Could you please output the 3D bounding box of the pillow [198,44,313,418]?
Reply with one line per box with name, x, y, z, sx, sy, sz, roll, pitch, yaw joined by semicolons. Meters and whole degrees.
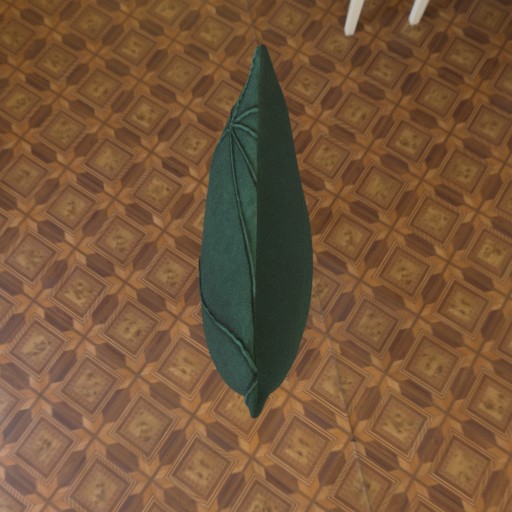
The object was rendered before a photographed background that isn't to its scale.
pillow;0.000;0.000;0.692;0.184;0.440;0.439;1;76;0
